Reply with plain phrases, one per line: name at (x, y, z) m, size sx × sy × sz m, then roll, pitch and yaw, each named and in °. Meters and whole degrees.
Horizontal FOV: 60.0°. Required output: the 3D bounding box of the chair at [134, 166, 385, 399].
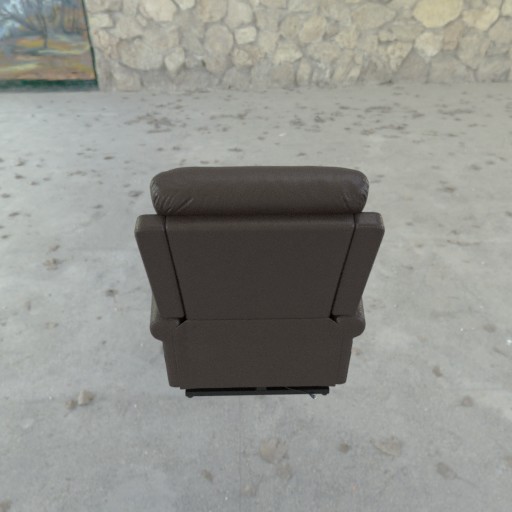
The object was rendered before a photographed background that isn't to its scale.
chair at (0.000, 0.000, 1.782) m, size 0.869 × 1.028 × 0.978 m, roll -1°, pitch 31°, yaw -1°
